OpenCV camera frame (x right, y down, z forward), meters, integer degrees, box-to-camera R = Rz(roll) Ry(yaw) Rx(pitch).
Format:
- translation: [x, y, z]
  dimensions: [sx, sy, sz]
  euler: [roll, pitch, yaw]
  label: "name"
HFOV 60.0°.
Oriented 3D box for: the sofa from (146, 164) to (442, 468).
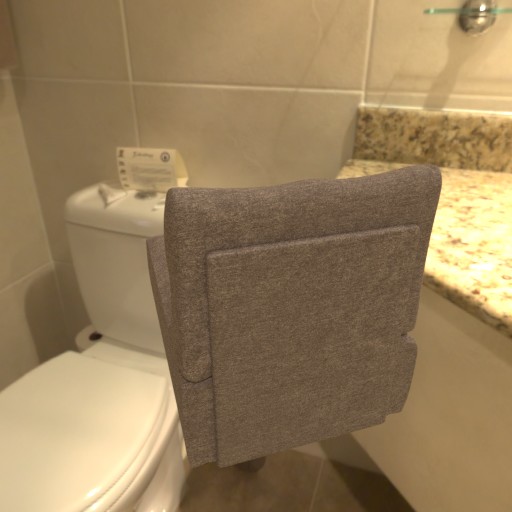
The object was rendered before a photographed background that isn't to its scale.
- translation: [0.000, 0.000, 1.553]
  dimensions: [0.700, 0.820, 1.000]
  euler: [-8, 28, -16]
  label: "sofa"
